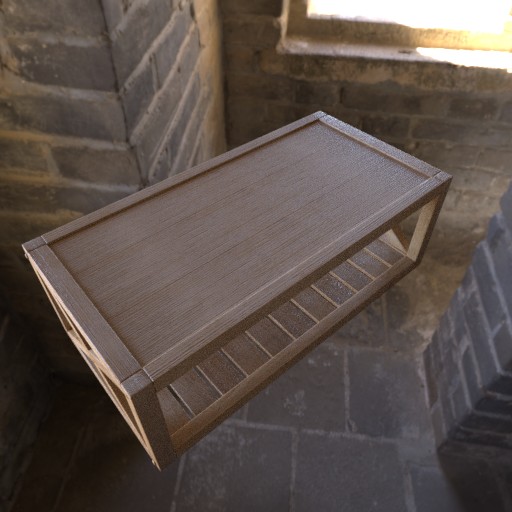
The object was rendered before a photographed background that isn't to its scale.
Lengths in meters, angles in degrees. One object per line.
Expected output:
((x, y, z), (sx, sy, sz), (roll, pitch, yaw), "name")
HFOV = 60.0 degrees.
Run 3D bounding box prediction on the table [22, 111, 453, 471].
((0.000, 0.000, 1.628), (1.321, 0.457, 0.660), (-31, 53, -28), "table")
